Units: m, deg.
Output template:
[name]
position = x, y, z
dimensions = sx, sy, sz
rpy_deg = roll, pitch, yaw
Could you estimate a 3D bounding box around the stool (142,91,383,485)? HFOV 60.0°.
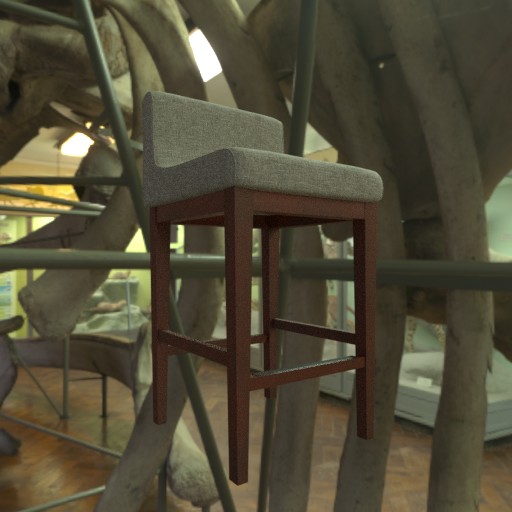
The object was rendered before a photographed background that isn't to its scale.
[stool]
position = 0.000, 0.000, 1.076
dimensions = 0.417, 0.835, 0.459
rpy_deg = 0, -1, -35
